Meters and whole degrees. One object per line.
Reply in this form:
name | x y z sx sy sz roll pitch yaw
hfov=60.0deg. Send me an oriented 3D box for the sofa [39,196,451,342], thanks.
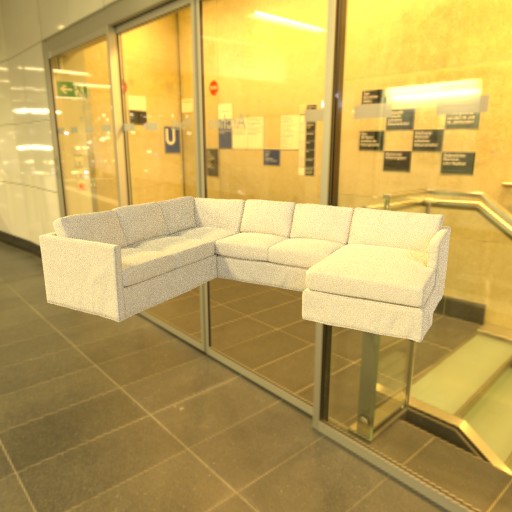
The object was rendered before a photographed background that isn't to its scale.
sofa | 0.000 0.000 4.532 3.460 0.882 2.427 8 16 28
